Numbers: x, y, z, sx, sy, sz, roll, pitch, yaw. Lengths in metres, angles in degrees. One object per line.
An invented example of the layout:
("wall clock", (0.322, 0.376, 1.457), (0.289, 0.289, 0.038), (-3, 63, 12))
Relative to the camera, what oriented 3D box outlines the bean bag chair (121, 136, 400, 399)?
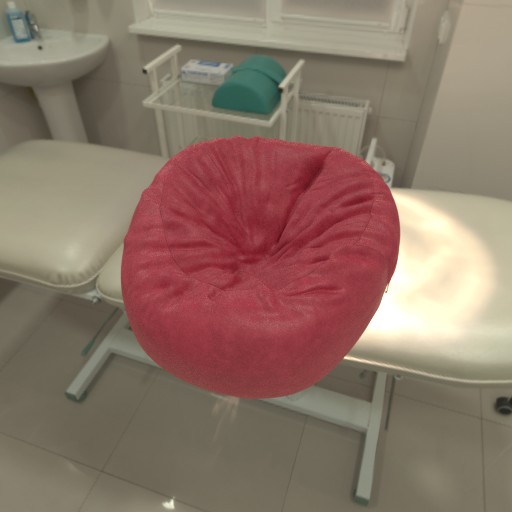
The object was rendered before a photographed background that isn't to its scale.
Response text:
("bean bag chair", (0.000, 0.000, 2.527), (1.524, 0.878, 1.524), (13, 44, 14))
